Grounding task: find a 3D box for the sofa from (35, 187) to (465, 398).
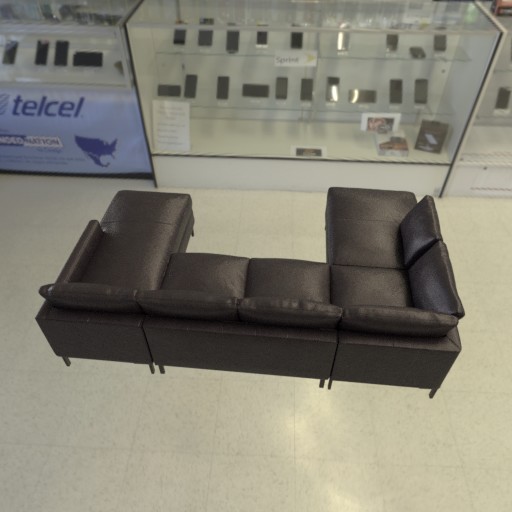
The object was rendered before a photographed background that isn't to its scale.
[{"bbox_3d":[0.000,0.000,3.811,2.956,0.900,1.939,4,45,4],"label":"sofa"}]
